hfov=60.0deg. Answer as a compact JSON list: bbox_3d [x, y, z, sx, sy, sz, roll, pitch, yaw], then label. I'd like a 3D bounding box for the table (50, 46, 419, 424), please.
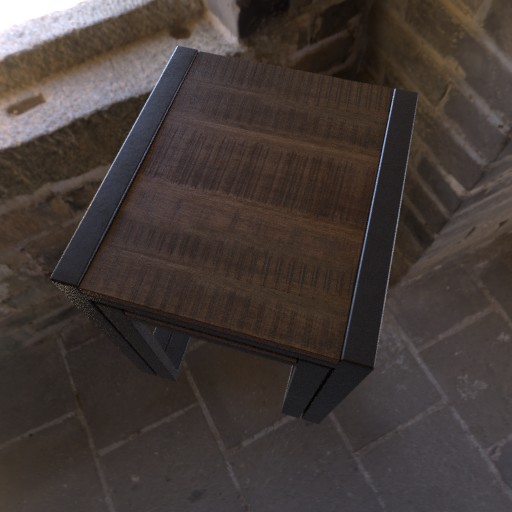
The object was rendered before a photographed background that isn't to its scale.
[{"bbox_3d":[0.000,0.000,0.932,0.449,0.550,0.500,14,63,7],"label":"table"}]
